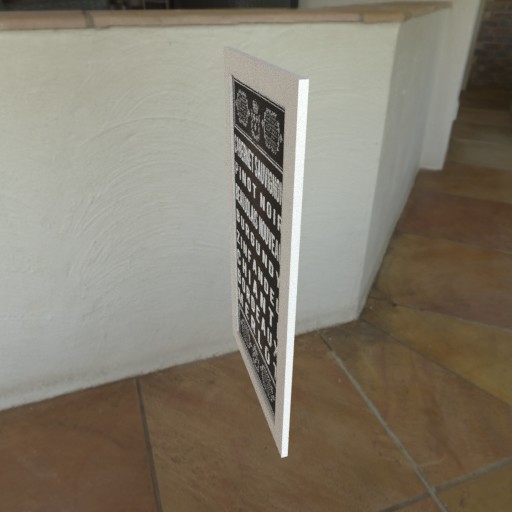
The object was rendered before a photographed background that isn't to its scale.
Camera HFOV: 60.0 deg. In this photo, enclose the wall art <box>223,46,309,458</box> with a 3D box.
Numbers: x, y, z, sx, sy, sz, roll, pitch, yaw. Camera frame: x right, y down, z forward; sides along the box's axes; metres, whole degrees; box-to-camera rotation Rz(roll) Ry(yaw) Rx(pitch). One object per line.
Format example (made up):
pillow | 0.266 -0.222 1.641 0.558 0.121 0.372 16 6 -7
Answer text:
wall art | 0.000 0.000 0.835 0.013 0.683 0.380 -9 32 -14
